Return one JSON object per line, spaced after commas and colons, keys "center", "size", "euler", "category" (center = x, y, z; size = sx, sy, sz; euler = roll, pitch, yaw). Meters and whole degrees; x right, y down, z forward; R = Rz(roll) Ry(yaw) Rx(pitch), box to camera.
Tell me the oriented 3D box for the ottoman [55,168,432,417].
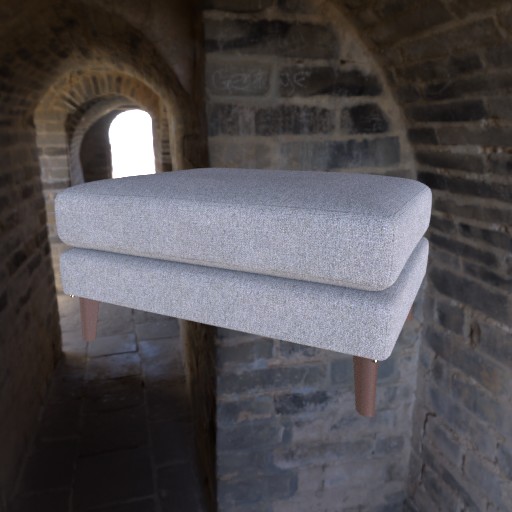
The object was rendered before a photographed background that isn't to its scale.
{"center": [0.000, 0.000, 1.197], "size": [0.821, 0.441, 0.611], "euler": [7, 17, 25], "category": "ottoman"}
